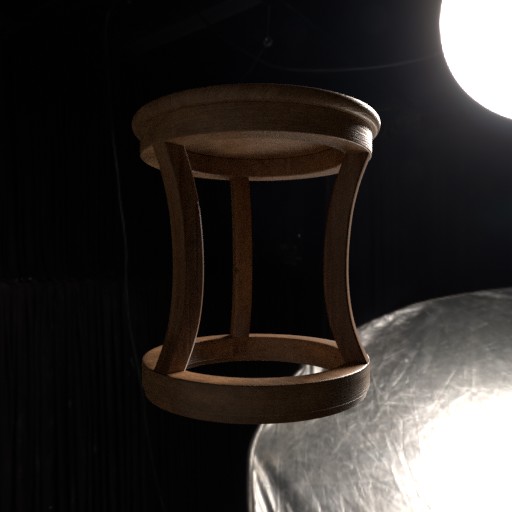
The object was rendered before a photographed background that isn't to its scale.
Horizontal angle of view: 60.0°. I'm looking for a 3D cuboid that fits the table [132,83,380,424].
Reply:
[{"bbox_3d":[0.000,0.000,0.800,0.432,0.460,0.432,0,0,0],"label":"table"}]
